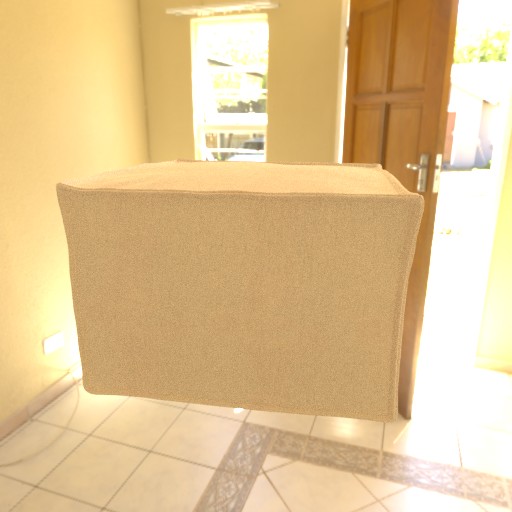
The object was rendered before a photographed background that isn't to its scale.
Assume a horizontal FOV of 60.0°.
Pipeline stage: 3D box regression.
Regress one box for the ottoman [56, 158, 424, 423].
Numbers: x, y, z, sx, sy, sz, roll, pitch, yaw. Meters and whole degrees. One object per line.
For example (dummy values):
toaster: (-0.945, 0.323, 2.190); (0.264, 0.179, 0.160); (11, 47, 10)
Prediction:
ottoman: (0.000, 0.000, 1.158); (0.696, 0.470, 0.707); (3, 17, 9)
